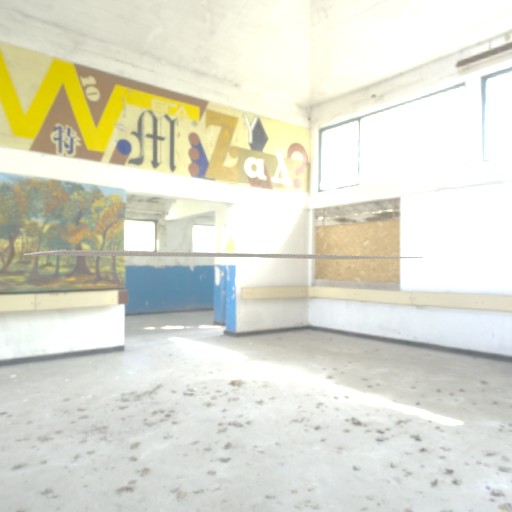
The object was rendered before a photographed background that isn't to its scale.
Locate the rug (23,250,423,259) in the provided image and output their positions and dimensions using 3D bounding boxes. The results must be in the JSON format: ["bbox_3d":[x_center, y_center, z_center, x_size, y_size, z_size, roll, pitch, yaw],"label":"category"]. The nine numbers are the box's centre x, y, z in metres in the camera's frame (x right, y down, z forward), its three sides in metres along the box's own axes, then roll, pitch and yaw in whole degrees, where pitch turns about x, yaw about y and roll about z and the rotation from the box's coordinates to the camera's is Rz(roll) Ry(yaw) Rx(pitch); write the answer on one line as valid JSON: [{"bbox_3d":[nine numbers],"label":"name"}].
[{"bbox_3d":[0.000,0.000,2.607,2.346,0.013,0.712,1,-2,-38],"label":"rug"}]
